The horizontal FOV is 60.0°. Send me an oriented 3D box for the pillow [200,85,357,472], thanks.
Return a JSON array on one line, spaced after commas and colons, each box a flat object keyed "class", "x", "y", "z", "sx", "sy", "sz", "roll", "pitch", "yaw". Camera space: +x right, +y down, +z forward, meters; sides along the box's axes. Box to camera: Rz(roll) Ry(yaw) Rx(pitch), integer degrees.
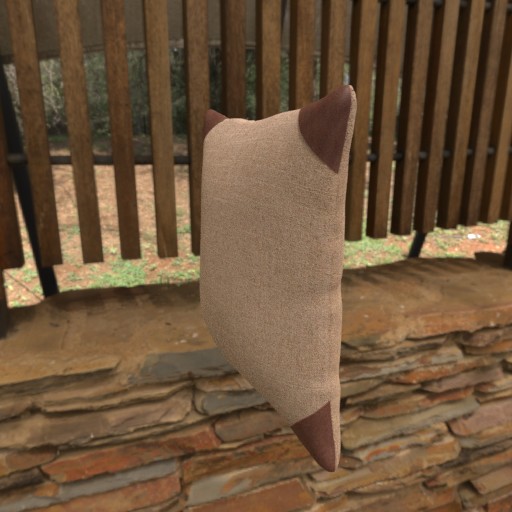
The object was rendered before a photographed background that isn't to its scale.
[{"class": "pillow", "x": 0.000, "y": 0.000, "z": 0.673, "sx": 0.147, "sy": 0.448, "sz": 0.437, "roll": -7, "pitch": 16, "yaw": -25}]
